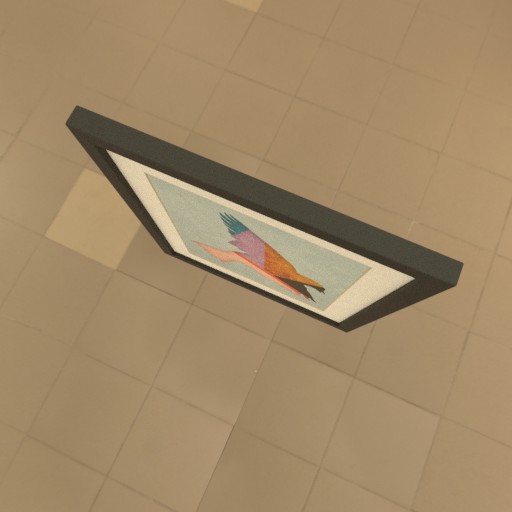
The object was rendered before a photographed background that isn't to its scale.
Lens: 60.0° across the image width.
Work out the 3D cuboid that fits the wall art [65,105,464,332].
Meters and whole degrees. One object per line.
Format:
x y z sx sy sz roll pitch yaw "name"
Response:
0.000 0.000 0.746 0.457 0.558 0.028 23 77 6 "wall art"
